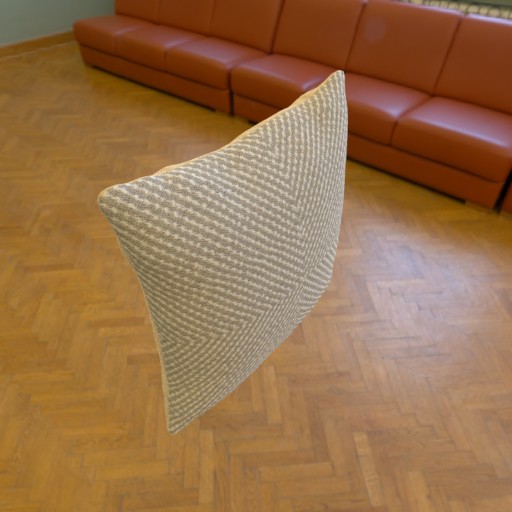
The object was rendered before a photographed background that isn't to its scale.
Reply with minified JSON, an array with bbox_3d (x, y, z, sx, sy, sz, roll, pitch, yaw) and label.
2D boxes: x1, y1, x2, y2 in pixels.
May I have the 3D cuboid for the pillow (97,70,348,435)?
[{"bbox_3d":[0.000,0.000,0.706,0.181,0.458,0.459,28,49,28],"label":"pillow"}]
